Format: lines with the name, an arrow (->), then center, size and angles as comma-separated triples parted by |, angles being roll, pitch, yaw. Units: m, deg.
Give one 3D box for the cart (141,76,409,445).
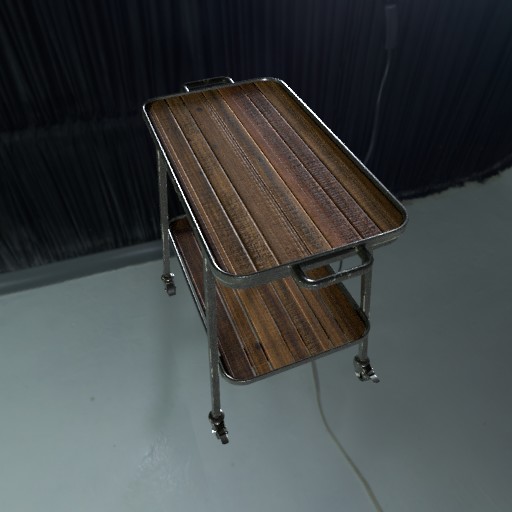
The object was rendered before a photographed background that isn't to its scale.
cart -> 0.000, 0.000, 1.276 | 0.515, 0.700, 0.806 | -16, 49, -15
